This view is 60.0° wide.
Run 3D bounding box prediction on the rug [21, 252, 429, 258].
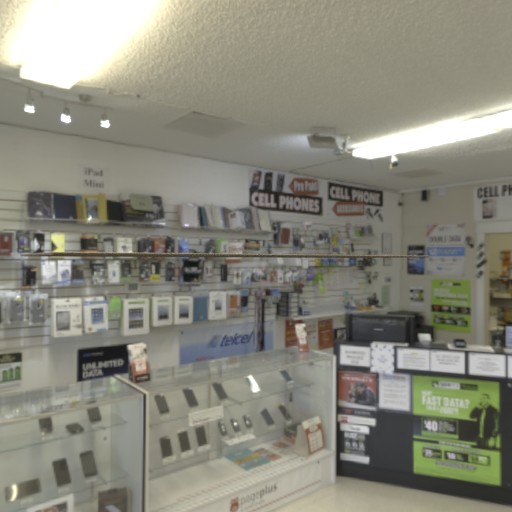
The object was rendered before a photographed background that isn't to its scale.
[{"bbox_3d":[0.000,0.000,2.682,2.448,0.012,0.769,0,-1,-36],"label":"rug"}]
